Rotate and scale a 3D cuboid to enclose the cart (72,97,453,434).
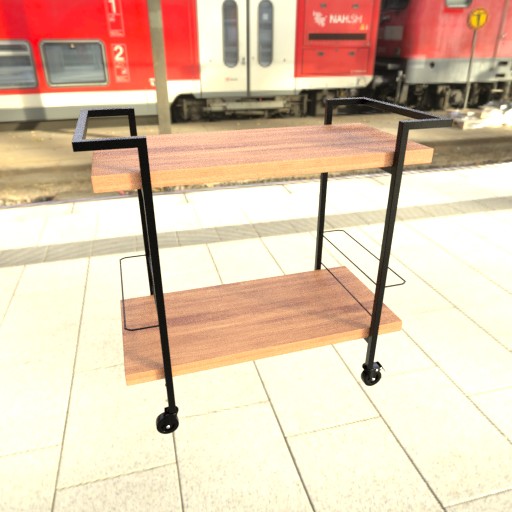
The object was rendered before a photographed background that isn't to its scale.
[{"bbox_3d":[0.000,0.000,1.232,0.806,0.762,0.406,-8,28,-15],"label":"cart"}]
